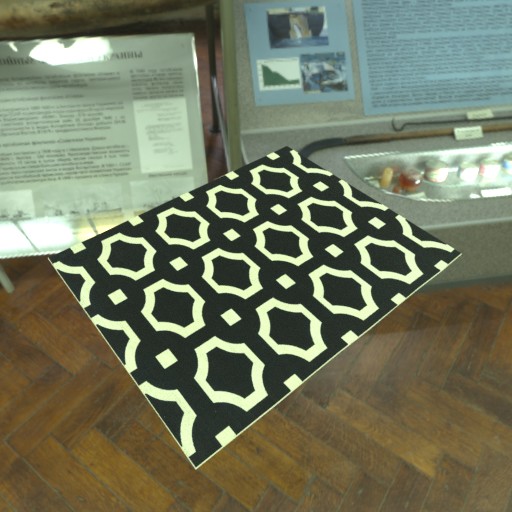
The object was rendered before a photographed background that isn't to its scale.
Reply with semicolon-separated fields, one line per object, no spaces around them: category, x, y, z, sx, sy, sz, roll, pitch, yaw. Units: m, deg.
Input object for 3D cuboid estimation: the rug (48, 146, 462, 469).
rug;0.000;0.000;4.190;3.049;0.021;2.466;-31;53;-27
